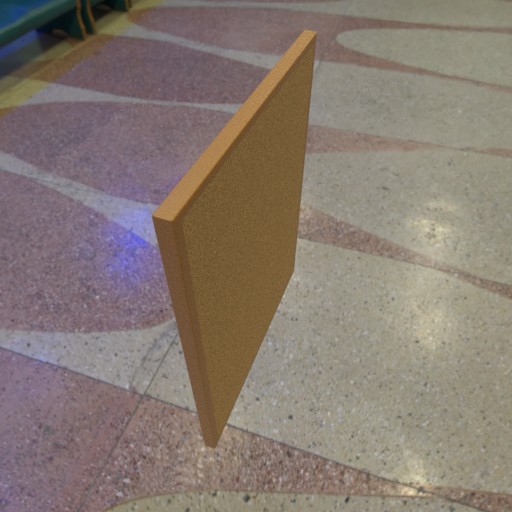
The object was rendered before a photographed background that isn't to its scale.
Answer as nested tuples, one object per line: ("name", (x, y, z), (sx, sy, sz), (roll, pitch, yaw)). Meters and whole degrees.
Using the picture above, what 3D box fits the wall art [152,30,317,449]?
("wall art", (0.000, 0.000, 0.733), (0.022, 0.553, 0.452), (16, 49, 14))
